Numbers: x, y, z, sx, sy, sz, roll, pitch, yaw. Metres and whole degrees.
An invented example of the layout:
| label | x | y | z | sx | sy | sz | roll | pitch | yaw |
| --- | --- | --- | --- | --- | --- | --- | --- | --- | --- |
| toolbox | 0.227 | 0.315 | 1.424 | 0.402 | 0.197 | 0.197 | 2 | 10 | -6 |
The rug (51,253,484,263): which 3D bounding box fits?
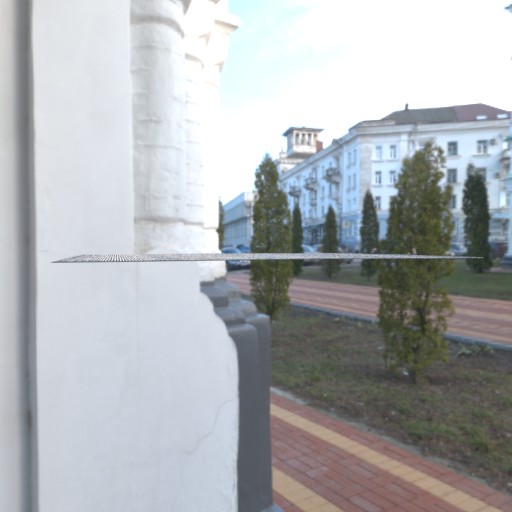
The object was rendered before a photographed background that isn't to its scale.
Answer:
| label | x | y | z | sx | sy | sz | roll | pitch | yaw |
| --- | --- | --- | --- | --- | --- | --- | --- | --- | --- |
| rug | 0.000 | 0.000 | 2.219 | 1.740 | 0.010 | 1.135 | 0 | 1 | -17 |
